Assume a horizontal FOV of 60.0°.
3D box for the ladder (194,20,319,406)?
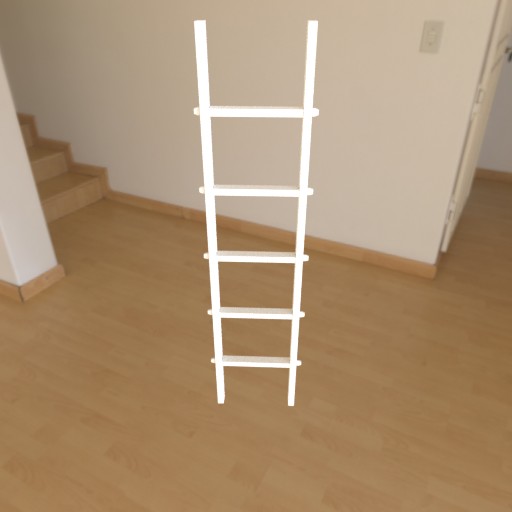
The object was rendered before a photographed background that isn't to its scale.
[{"bbox_3d":[0.000,0.000,1.915,0.452,1.797,0.051,1,31,2],"label":"ladder"}]
